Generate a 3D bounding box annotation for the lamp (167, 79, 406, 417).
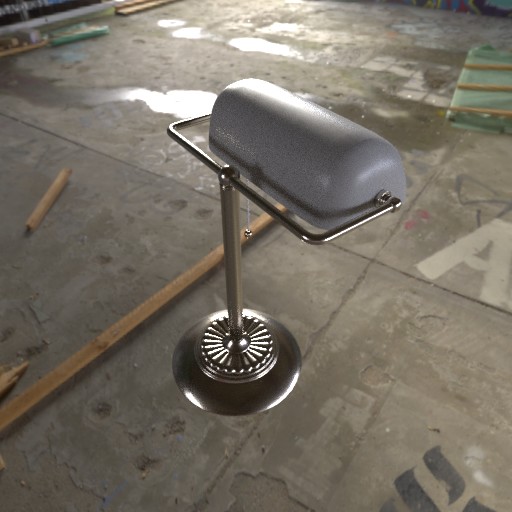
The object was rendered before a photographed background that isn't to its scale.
[{"bbox_3d":[0.000,0.000,0.517,0.243,0.339,0.264,-25,47,-26],"label":"lamp"}]
